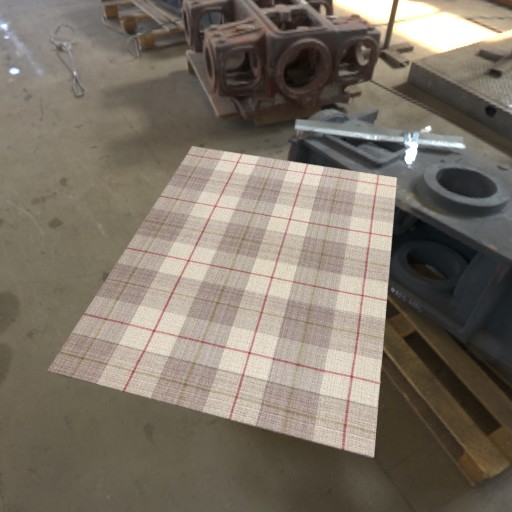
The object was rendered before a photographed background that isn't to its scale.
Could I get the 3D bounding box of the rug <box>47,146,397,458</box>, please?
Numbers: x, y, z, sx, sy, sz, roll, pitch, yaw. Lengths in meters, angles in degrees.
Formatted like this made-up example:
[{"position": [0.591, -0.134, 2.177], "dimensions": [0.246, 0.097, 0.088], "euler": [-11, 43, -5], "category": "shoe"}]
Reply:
[{"position": [0.000, 0.000, 3.956], "dimensions": [2.317, 0.016, 2.959], "euler": [11, 48, 10], "category": "rug"}]
